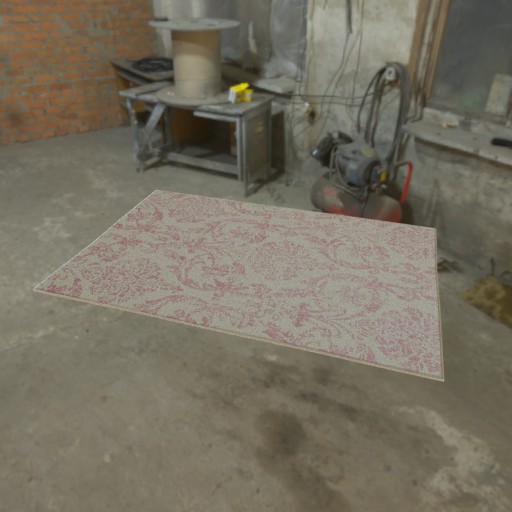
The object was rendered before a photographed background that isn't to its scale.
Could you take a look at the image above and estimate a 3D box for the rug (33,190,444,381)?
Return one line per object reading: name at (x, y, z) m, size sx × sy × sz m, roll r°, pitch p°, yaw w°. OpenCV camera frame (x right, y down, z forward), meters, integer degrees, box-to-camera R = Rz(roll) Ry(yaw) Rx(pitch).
rug at (0.000, 0.000, 2.356) m, size 1.839 × 0.012 × 1.219 m, roll 10°, pitch 34°, yaw 15°
